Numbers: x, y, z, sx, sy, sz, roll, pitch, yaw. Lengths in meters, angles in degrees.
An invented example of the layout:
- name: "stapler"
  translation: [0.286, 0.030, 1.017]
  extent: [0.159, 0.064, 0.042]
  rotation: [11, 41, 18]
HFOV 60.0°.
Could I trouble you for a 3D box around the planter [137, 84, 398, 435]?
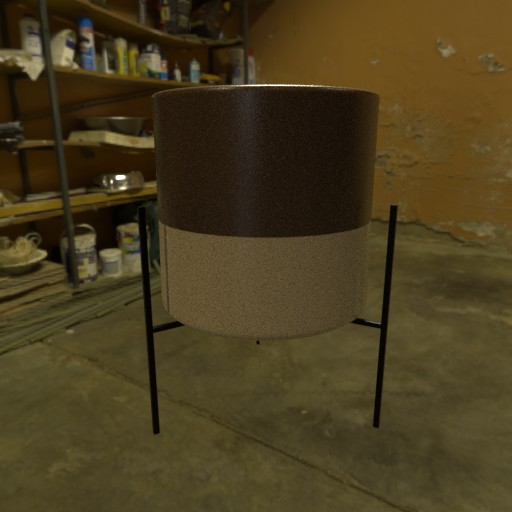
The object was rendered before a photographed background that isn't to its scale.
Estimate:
- name: "planter"
  translation: [0.000, 0.000, 0.521]
  extent: [0.250, 0.353, 0.260]
  rotation: [-2, 15, -9]
